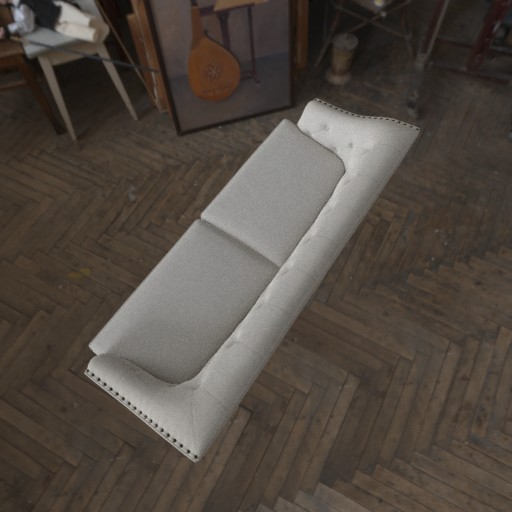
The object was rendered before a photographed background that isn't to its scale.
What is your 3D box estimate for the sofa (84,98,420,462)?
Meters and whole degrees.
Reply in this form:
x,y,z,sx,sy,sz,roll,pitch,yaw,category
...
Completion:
x,y,z,sx,sy,sz,roll,pitch,yaw,category
0.000,0.000,2.754,0.914,0.901,2.235,31,68,14,sofa
